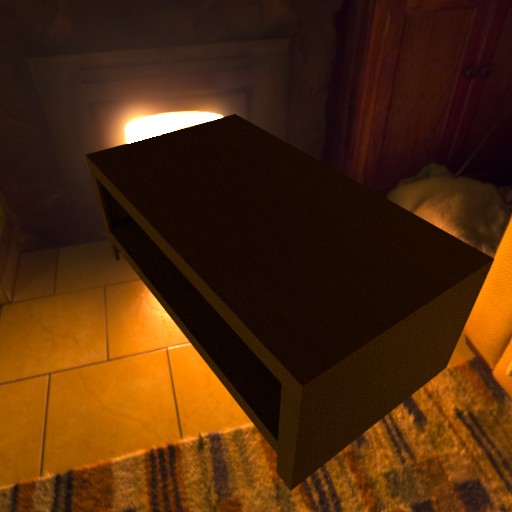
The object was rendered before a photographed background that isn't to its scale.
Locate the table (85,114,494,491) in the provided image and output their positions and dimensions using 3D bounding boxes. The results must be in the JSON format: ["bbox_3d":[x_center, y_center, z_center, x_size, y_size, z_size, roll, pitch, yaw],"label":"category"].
[{"bbox_3d":[0.000,0.000,1.391,0.597,0.424,1.099,-25,45,-27],"label":"table"}]
